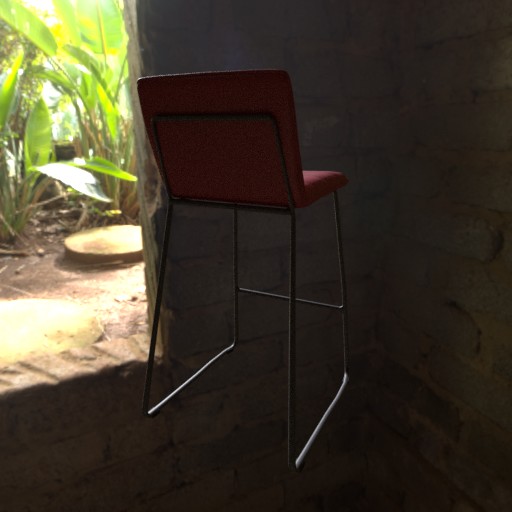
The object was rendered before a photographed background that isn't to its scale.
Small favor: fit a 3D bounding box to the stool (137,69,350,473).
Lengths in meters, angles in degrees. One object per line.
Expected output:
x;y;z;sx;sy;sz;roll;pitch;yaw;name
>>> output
0.000;0.000;1.273;0.489;0.937;0.524;8;18;26;stool
